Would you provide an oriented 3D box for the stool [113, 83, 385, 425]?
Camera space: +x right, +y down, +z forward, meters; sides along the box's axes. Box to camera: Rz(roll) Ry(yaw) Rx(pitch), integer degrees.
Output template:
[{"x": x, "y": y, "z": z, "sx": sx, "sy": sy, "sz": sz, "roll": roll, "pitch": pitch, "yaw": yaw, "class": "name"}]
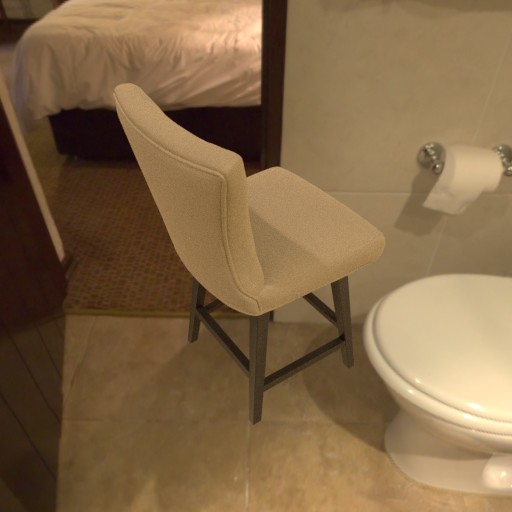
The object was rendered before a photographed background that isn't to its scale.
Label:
[{"x": 0.000, "y": 0.000, "z": 1.353, "sx": 0.574, "sy": 1.000, "sz": 0.514, "roll": -25, "pitch": 46, "yaw": -27, "class": "stool"}]
